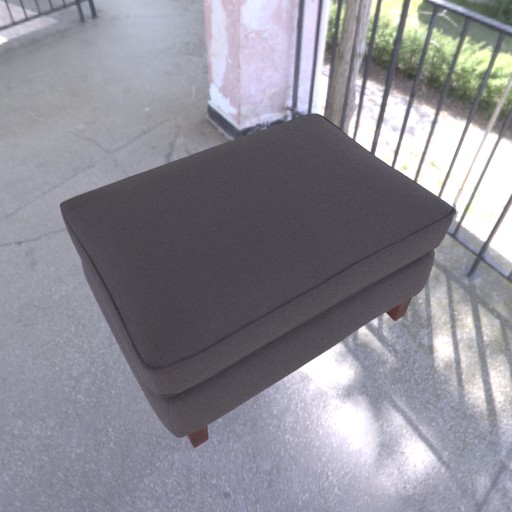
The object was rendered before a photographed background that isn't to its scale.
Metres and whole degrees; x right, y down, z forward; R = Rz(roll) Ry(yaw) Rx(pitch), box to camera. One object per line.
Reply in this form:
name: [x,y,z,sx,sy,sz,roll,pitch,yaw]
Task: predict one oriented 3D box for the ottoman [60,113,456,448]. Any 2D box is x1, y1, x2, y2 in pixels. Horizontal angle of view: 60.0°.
ottoman: [0.000,0.000,0.997,0.686,0.406,0.508,-26,52,-22]
